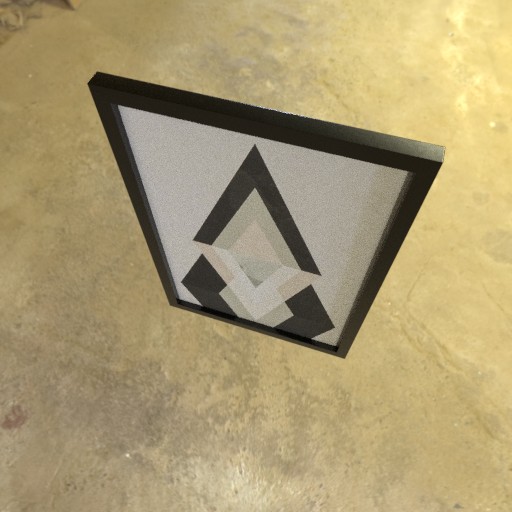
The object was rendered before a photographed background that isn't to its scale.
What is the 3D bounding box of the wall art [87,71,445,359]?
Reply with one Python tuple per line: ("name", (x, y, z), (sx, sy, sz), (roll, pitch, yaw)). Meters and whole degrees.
("wall art", (0.000, 0.000, 0.570), (0.314, 0.455, 0.019), (15, 59, 10))
